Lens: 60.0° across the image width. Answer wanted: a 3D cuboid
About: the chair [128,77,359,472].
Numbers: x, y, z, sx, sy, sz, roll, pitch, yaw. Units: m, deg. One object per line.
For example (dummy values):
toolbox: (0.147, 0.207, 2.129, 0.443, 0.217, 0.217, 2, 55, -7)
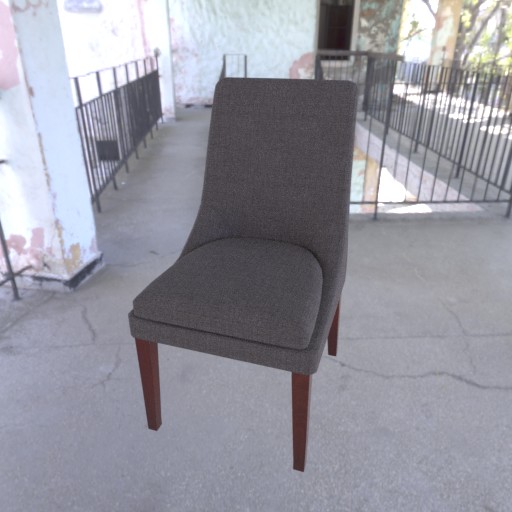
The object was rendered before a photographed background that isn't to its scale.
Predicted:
chair: (0.000, 0.000, 1.334, 0.508, 0.952, 0.655, 8, 27, 16)
